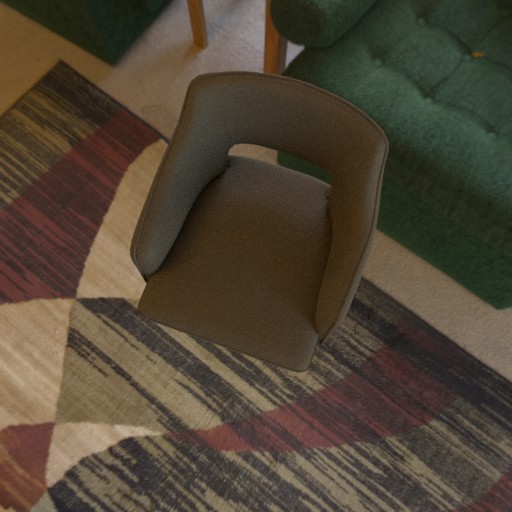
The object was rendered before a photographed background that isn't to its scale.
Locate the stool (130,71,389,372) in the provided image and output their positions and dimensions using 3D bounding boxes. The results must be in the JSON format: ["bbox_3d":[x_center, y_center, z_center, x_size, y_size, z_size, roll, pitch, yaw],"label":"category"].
[{"bbox_3d":[0.000,0.000,1.287,0.548,0.912,0.558,19,75,5],"label":"stool"}]
